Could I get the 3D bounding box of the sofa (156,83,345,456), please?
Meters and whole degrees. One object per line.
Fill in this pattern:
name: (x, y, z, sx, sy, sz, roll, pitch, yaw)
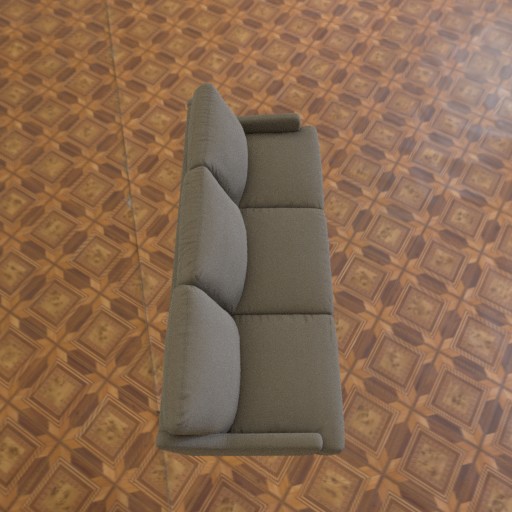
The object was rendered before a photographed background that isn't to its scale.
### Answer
sofa: (0.000, 0.000, 2.871, 0.987, 0.926, 2.344, 0, 63, 0)
